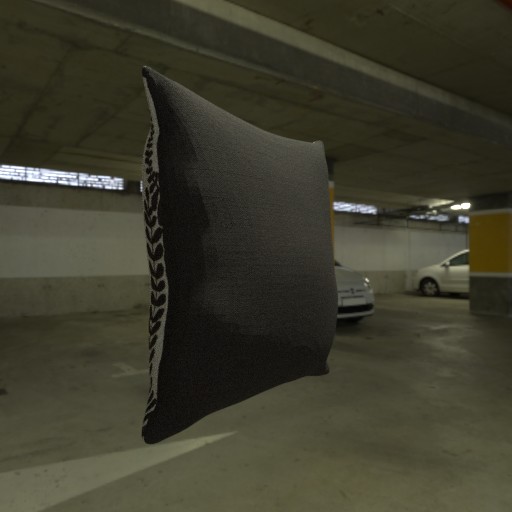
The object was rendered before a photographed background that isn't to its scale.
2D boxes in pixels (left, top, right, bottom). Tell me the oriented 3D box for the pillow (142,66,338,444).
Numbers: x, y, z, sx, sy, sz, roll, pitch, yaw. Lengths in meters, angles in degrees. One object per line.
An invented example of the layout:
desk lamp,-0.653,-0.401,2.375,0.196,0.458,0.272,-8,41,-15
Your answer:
pillow,0.000,0.000,0.674,0.182,0.441,0.440,-1,-1,36
